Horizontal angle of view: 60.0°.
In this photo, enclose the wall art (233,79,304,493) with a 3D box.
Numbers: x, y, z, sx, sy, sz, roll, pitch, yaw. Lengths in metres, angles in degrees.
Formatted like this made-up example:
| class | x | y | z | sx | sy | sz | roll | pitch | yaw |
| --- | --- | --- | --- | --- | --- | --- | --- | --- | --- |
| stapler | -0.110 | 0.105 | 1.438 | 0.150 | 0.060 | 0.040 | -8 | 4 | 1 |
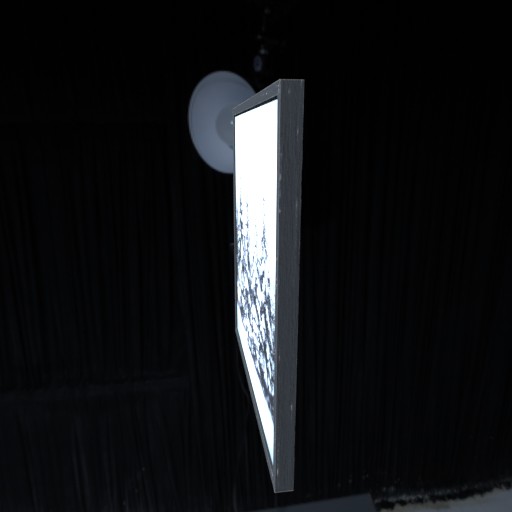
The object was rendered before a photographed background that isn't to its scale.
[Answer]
| class | x | y | z | sx | sy | sz | roll | pitch | yaw |
| --- | --- | --- | --- | --- | --- | --- | --- | --- | --- |
| wall art | 0.000 | 0.000 | 1.138 | 0.037 | 0.761 | 0.761 | -2 | 15 | -8 |
